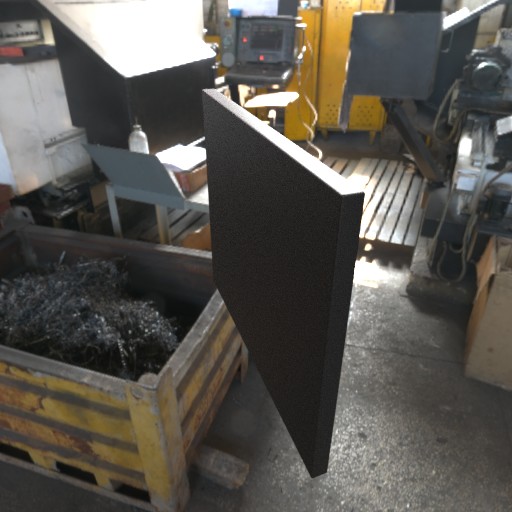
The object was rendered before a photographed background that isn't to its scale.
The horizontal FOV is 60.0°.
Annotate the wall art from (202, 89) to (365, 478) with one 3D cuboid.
[{"bbox_3d":[0.000,0.000,0.771,0.031,0.457,0.558,-11,33,-17],"label":"wall art"}]
